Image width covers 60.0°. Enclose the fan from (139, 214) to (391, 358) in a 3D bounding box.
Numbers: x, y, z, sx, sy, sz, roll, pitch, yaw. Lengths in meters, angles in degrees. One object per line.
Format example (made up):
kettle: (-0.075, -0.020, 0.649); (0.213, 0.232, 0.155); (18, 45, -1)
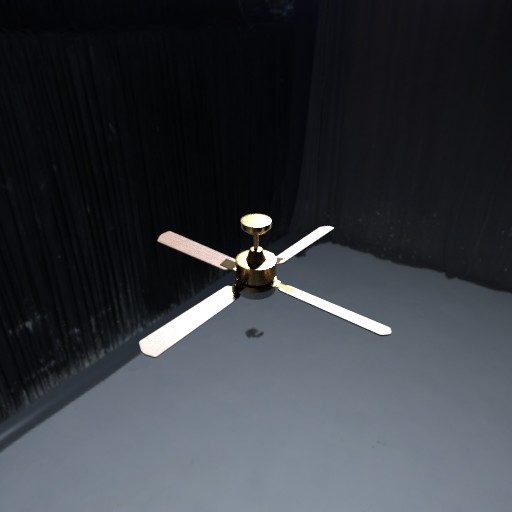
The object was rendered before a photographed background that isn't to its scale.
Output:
fan: (0.000, 0.000, 2.002); (1.320, 0.355, 1.320); (22, 36, 33)
